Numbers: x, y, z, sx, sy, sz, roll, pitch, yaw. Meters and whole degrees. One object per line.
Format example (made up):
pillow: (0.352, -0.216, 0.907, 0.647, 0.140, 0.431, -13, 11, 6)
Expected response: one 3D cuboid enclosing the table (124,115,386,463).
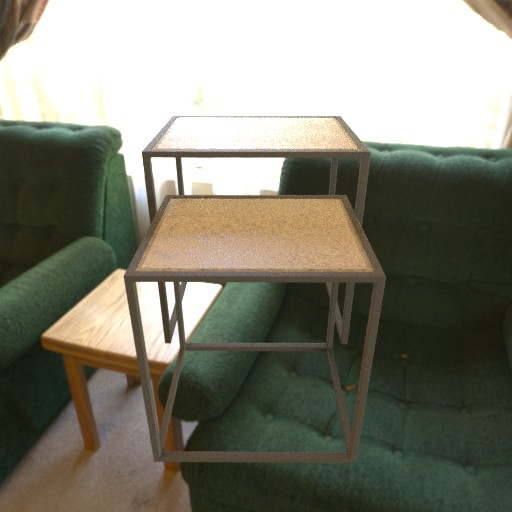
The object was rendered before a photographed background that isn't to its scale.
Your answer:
table: (0.000, 0.000, 1.122, 0.508, 0.540, 0.788, 0, 28, 0)
